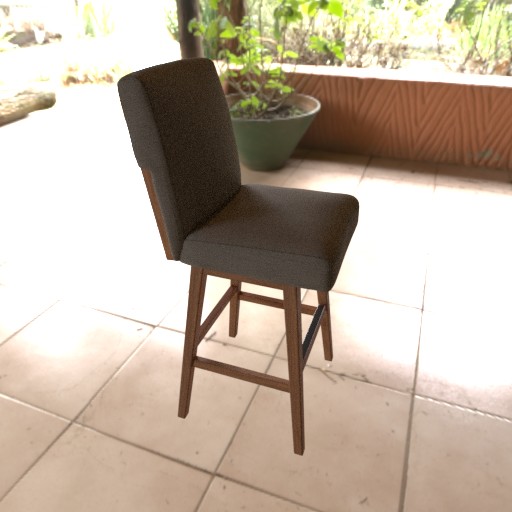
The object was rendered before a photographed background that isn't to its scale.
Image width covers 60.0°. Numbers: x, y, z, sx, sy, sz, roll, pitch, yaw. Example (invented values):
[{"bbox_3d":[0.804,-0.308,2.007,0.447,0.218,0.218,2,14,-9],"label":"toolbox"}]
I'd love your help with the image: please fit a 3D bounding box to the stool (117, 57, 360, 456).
[{"bbox_3d":[0.000,0.000,1.399,0.570,1.112,0.483,10,32,17],"label":"stool"}]
